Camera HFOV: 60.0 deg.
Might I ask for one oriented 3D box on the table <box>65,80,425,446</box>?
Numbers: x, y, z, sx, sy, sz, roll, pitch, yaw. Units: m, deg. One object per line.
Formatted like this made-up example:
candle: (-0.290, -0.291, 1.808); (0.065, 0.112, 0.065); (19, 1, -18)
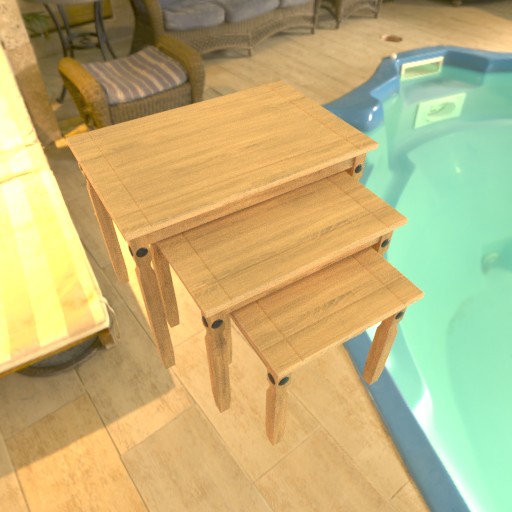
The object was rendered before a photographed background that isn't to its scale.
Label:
table: (0.000, 0.000, 1.199); (0.660, 0.535, 0.773); (-23, 49, -22)
